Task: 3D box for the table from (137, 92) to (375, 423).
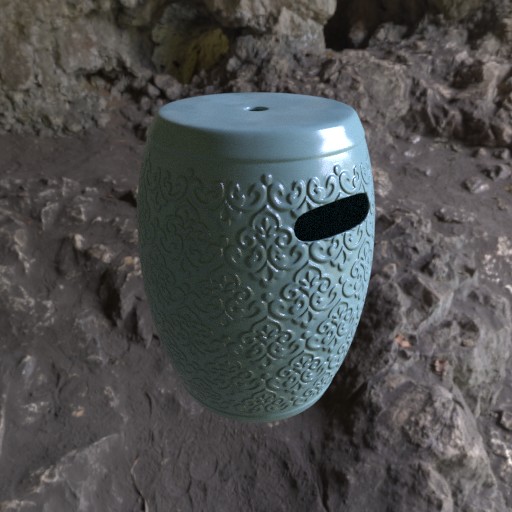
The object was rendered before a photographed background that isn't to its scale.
[{"bbox_3d":[0.000,0.000,0.612,0.309,0.397,0.309,0,29,0],"label":"table"}]
